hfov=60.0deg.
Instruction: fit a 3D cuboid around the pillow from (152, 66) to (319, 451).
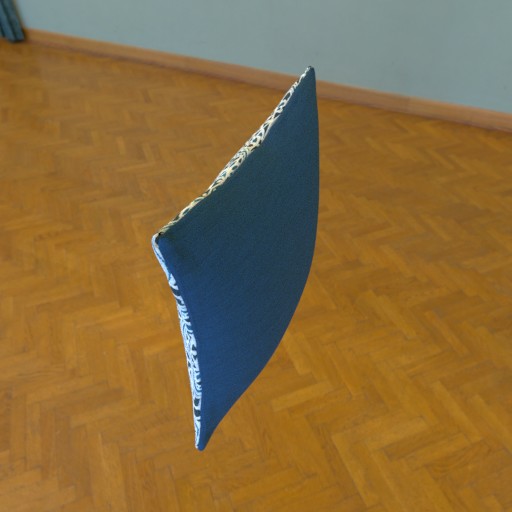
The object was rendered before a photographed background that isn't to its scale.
[{"bbox_3d":[0.000,0.000,0.660,0.145,0.420,0.440,16,46,16],"label":"pillow"}]
